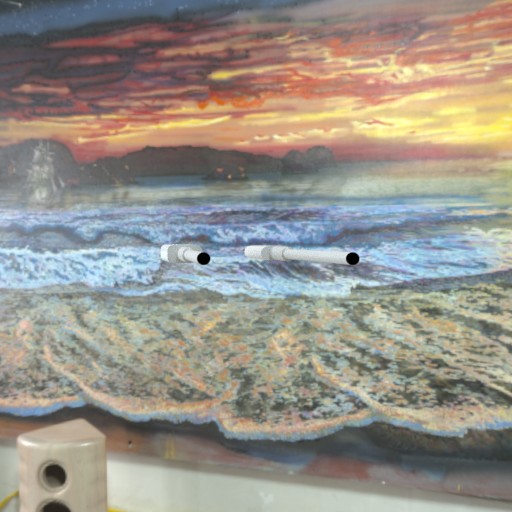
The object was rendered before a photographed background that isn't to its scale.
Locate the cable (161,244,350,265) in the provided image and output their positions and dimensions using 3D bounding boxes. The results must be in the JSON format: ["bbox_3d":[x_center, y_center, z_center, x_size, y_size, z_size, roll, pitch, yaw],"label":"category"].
[{"bbox_3d":[0.000,0.000,0.117,0.040,0.006,0.098,-1,2,-18],"label":"cable"}]
